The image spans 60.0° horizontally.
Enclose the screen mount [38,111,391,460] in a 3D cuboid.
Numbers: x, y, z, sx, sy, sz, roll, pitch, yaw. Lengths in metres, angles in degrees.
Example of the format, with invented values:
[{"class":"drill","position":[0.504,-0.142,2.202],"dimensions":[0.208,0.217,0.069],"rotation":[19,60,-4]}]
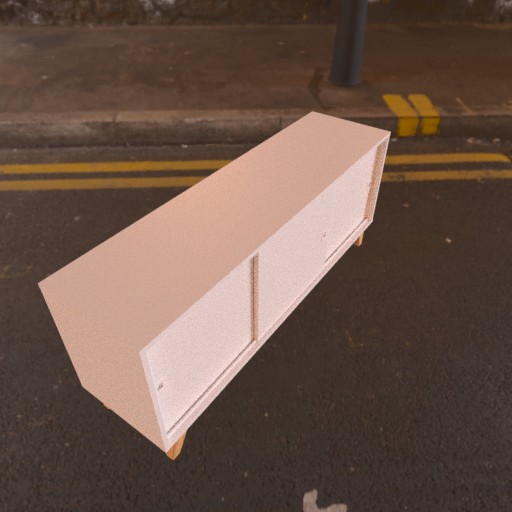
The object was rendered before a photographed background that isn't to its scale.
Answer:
[{"class":"screen mount","position":[0.000,0.000,1.786],"dimensions":[0.400,0.619,1.490],"rotation":[25,46,27]}]
